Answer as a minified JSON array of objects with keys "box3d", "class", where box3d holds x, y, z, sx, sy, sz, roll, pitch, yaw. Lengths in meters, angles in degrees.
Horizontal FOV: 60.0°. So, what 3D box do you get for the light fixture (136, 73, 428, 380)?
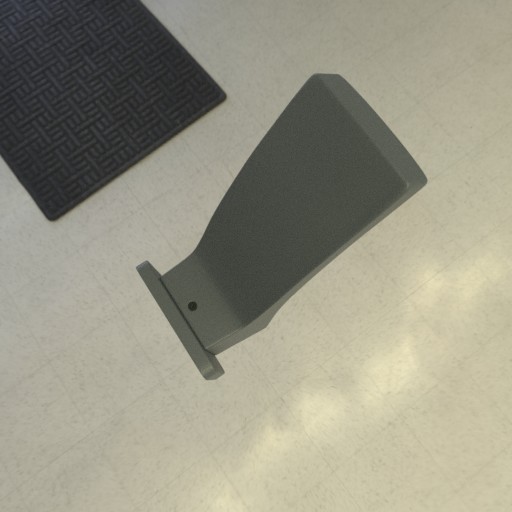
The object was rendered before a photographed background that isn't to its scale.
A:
[{"box3d":[0.000,0.000,0.335,0.174,0.243,0.108,-33,77,-8],"class":"light fixture"}]
